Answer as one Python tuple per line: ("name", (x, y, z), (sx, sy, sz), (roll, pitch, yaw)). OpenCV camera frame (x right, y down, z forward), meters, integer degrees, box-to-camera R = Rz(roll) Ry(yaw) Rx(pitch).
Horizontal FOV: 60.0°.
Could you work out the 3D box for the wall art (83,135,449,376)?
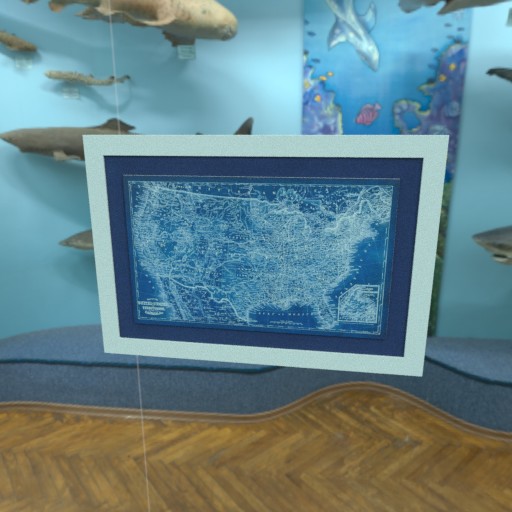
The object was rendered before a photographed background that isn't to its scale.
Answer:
("wall art", (0.000, 0.000, 1.713), (1.308, 0.902, 0.051), (2, 16, 8))
